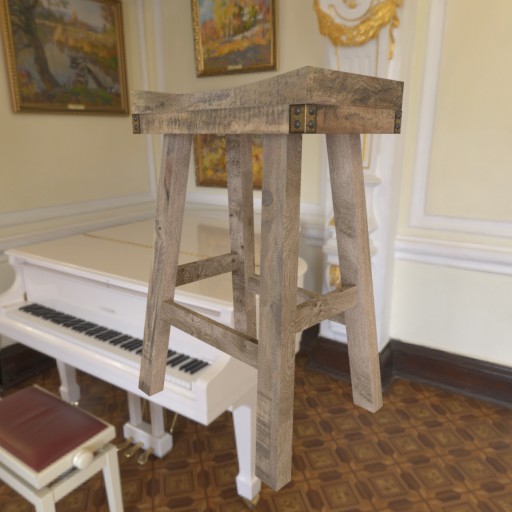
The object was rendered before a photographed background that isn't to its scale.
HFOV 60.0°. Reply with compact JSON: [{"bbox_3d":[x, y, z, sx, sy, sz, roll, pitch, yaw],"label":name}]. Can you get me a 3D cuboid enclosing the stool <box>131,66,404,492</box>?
[{"bbox_3d":[0.000,0.000,0.882,0.330,0.635,0.450,-15,21,-43],"label":"stool"}]
